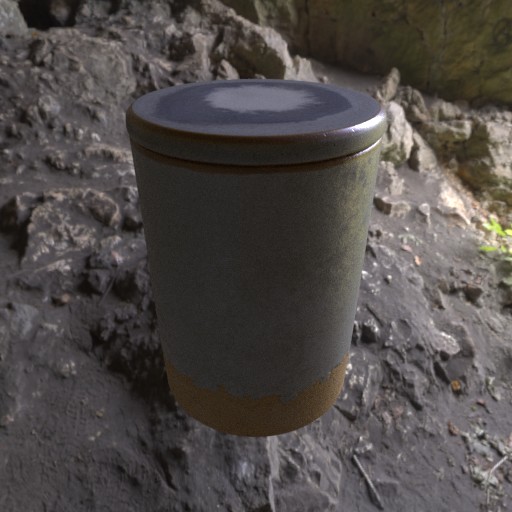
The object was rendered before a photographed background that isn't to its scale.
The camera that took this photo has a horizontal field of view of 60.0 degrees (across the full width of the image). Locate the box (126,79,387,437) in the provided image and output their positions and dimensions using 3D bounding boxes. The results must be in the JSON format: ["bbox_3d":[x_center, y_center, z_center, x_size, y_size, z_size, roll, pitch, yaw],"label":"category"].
[{"bbox_3d":[0.000,0.000,0.247,0.118,0.168,0.118,0,31,0],"label":"box"}]
